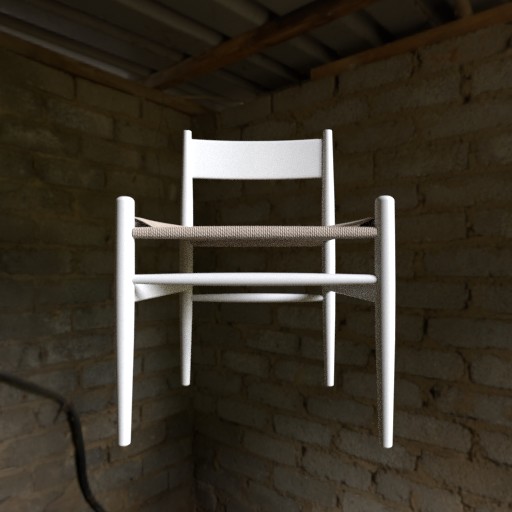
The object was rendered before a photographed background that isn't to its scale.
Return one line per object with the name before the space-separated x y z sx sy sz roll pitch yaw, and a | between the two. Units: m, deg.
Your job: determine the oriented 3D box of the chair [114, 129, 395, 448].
chair | 0.000 0.000 1.111 0.556 0.762 0.495 0 -1 1
